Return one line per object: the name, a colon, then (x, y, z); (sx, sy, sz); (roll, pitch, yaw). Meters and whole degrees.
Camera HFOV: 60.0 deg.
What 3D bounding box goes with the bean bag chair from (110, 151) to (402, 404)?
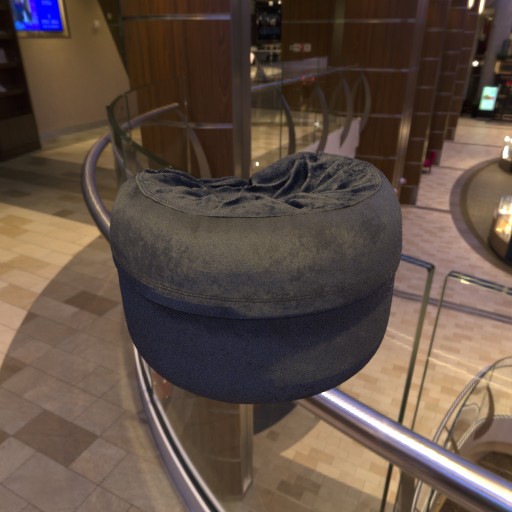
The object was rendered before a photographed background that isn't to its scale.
bean bag chair: (0.000, 0.000, 1.500); (0.918, 0.605, 0.918); (0, 26, 0)
